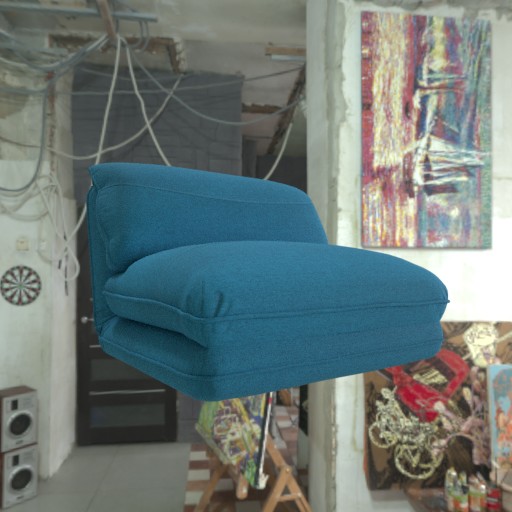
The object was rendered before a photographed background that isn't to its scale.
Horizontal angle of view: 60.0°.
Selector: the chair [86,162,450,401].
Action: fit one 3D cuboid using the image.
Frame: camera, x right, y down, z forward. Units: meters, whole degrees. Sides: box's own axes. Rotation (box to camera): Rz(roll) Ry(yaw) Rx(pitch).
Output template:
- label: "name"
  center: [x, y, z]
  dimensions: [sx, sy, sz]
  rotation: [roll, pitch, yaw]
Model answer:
- label: "chair"
  center: [0.000, 0.000, 1.306]
  dimensions: [0.820, 0.580, 0.780]
  rotation: [1, -2, -36]
